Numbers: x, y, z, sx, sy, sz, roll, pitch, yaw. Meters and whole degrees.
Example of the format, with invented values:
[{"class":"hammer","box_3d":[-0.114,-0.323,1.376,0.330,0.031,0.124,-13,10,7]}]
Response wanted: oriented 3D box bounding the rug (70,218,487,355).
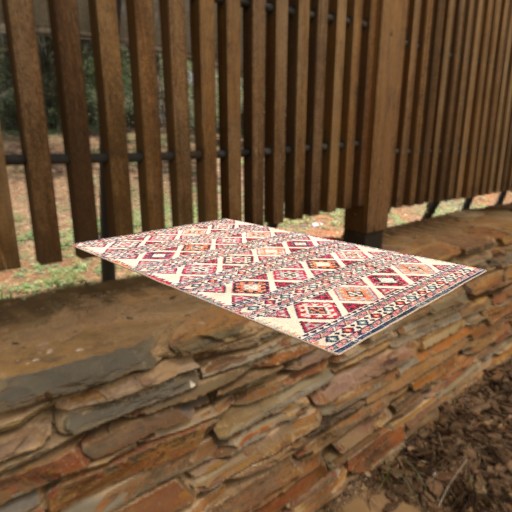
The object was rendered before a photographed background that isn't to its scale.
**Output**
[{"class":"rug","box_3d":[0.000,0.000,3.000,1.545,0.010,2.440,-14,21,-42]}]
